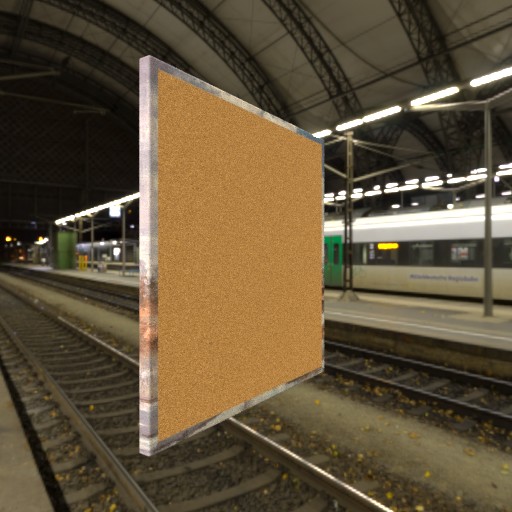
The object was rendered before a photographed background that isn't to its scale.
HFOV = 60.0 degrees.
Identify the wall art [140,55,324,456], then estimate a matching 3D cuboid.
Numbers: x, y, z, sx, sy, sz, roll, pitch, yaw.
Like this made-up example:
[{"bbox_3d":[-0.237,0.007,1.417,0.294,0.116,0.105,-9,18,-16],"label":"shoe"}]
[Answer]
[{"bbox_3d":[0.000,0.000,1.362,0.035,0.897,0.888,0,0,34],"label":"wall art"}]
